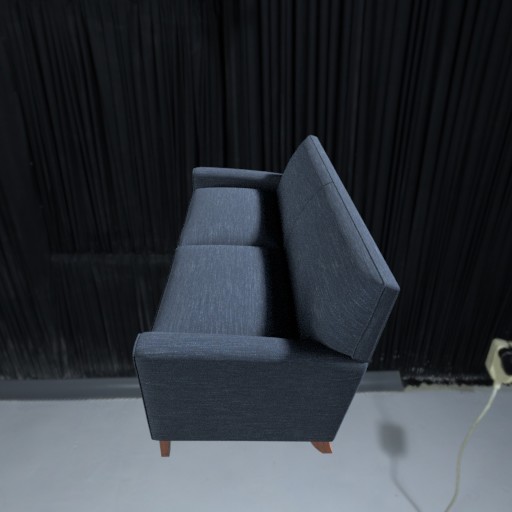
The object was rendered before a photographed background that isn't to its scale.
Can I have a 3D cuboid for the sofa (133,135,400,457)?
[{"bbox_3d":[0.000,0.000,2.412,0.875,0.846,1.976,0,29,-1],"label":"sofa"}]
